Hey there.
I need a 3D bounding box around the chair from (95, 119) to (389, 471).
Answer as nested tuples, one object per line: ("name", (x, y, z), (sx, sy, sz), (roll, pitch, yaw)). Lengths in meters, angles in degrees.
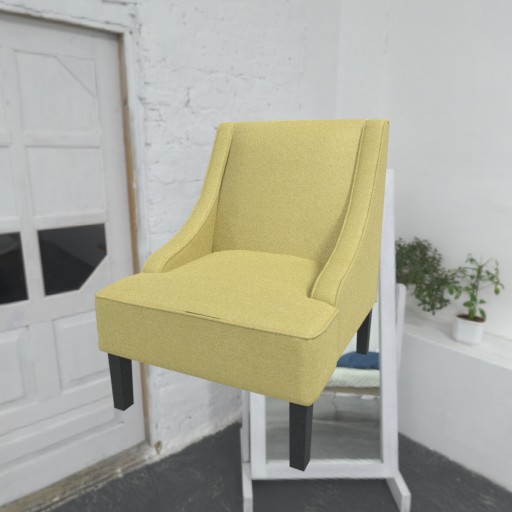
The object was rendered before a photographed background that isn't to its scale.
("chair", (0.000, 0.000, 1.484), (0.696, 0.896, 0.814), (7, 16, 25))
